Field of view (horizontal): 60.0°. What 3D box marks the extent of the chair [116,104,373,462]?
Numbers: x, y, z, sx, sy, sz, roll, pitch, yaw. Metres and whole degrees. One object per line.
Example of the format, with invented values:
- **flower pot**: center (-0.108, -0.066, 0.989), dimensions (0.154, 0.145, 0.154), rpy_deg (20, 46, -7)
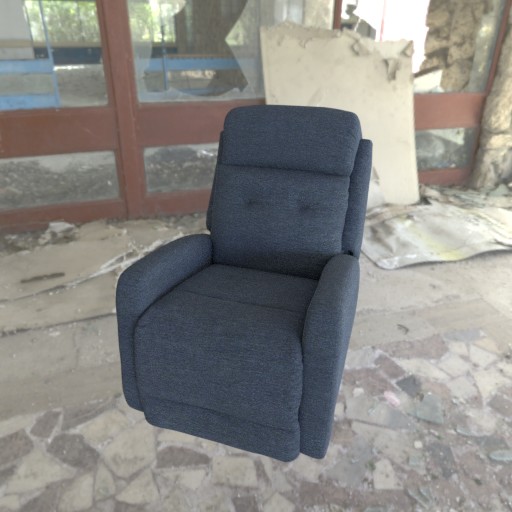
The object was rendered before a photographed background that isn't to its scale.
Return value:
- **chair**: center (0.000, 0.000, 1.721), dimensions (0.798, 1.013, 1.043), rpy_deg (9, 28, 17)
